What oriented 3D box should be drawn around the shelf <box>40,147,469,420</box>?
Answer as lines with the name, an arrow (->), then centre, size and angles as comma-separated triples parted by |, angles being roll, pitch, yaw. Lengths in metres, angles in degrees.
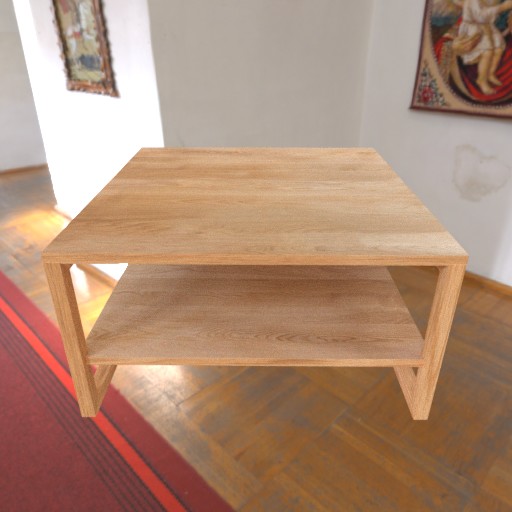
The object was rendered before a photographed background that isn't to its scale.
shelf -> 0.000, 0.000, 1.437 | 0.899, 0.480, 0.899 | 0, 28, 1
